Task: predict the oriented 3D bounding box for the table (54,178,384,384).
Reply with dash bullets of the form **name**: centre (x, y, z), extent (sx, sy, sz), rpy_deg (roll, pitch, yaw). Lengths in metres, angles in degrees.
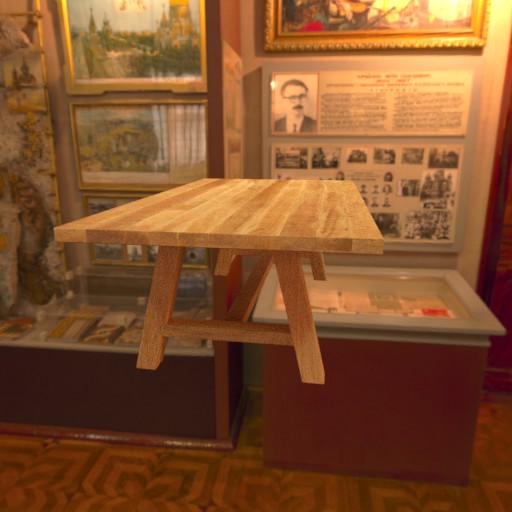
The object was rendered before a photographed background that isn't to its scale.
- **table**: centre (0.000, 0.000, 1.680), extent (0.760, 0.455, 1.320), rpy_deg (2, 15, 9)
